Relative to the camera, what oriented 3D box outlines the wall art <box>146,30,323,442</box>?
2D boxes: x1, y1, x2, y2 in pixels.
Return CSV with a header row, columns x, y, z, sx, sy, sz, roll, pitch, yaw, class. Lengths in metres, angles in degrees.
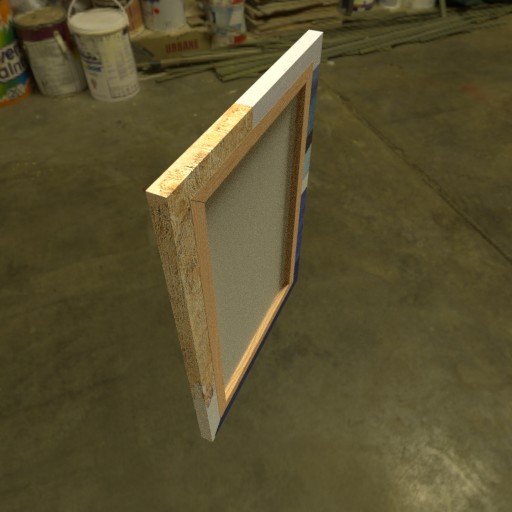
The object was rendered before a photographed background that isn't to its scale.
x,y,z,sx,sy,sz,roll,pitch,yaw,class
0.000,0.000,0.793,0.026,0.613,0.458,18,49,17,wall art
